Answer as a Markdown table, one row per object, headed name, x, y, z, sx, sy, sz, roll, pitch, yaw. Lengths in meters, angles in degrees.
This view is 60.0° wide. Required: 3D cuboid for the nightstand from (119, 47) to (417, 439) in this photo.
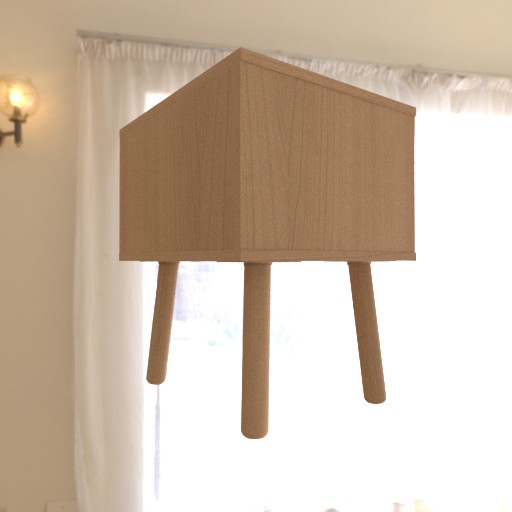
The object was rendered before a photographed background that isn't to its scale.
| name | x | y | z | sx | sy | sz | roll | pitch | yaw |
| --- | --- | --- | --- | --- | --- | --- | --- | --- | --- |
| nightstand | 0.000 | 0.000 | 0.859 | 0.380 | 0.530 | 0.450 | 0 | -1 | -36 |
